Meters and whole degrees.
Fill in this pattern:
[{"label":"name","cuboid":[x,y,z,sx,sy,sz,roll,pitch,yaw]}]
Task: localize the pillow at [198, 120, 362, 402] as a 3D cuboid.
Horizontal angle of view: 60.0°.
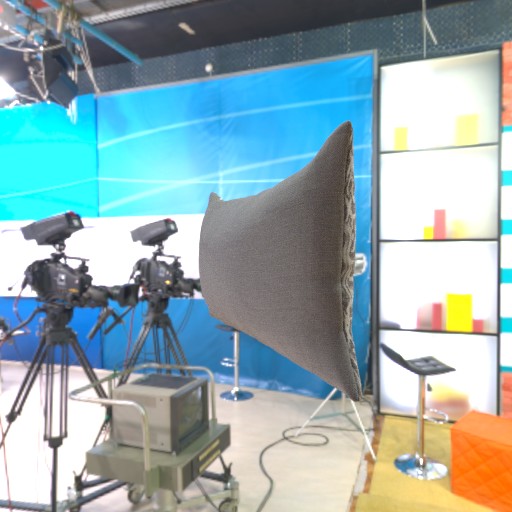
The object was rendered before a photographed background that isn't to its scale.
[{"label":"pillow","cuboid":[0.000,0.000,0.742,0.148,0.290,0.631,0,1,-19]}]
